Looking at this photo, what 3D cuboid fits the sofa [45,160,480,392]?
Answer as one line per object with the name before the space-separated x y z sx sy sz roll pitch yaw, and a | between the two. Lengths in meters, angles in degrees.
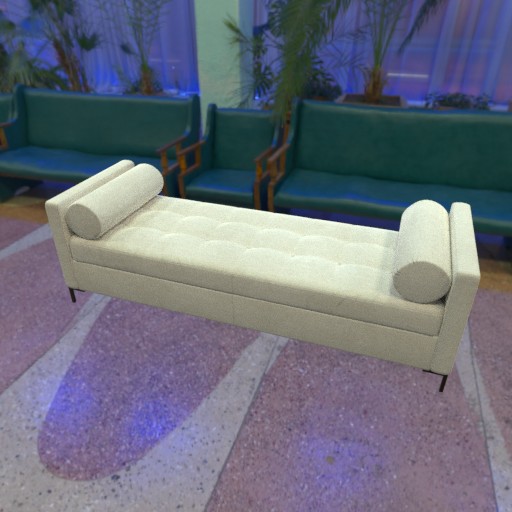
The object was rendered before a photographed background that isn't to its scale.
sofa | 0.000 0.000 2.322 1.981 0.635 0.686 10 32 17
